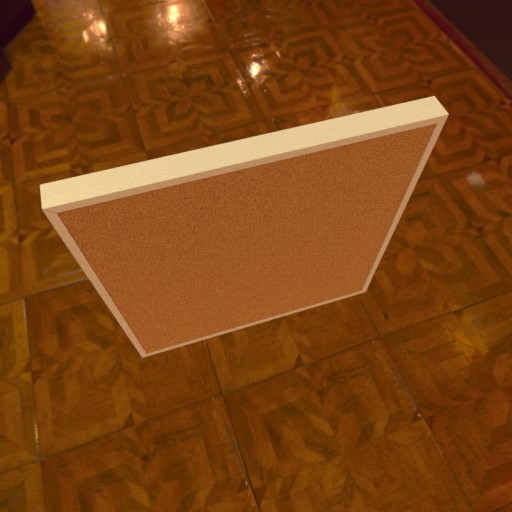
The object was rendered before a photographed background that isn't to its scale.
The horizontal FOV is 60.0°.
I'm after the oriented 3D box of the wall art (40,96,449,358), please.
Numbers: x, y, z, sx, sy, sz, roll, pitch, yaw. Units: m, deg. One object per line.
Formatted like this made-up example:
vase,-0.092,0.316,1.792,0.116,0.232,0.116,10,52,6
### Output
wall art,0.000,0.000,0.755,0.508,0.508,0.037,-15,60,-9
